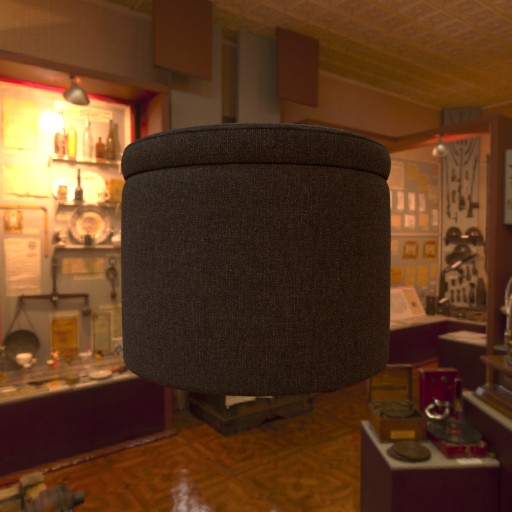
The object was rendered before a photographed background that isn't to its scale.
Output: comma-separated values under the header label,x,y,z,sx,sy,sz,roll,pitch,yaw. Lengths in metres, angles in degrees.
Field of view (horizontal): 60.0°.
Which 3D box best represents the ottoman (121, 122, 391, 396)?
label,x,y,z,sx,sy,sz,roll,pitch,yaw
ottoman,0.000,0.000,0.893,0.520,0.430,0.520,0,2,0
